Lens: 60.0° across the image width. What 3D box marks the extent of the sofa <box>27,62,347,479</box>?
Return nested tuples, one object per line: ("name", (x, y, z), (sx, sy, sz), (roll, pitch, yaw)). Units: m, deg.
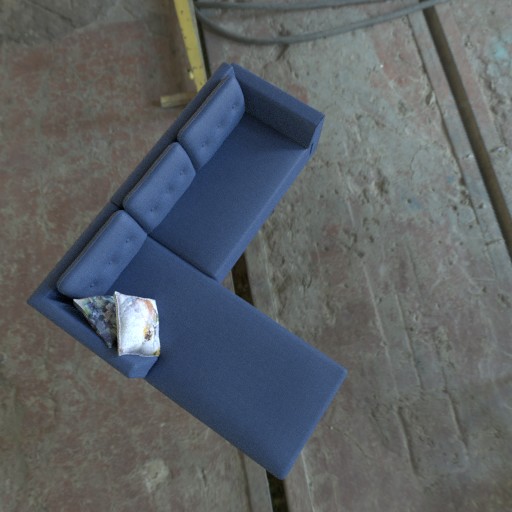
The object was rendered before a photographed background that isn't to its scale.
("sofa", (0.000, 0.000, 2.981), (1.829, 0.787, 2.120), (33, 77, 9))
